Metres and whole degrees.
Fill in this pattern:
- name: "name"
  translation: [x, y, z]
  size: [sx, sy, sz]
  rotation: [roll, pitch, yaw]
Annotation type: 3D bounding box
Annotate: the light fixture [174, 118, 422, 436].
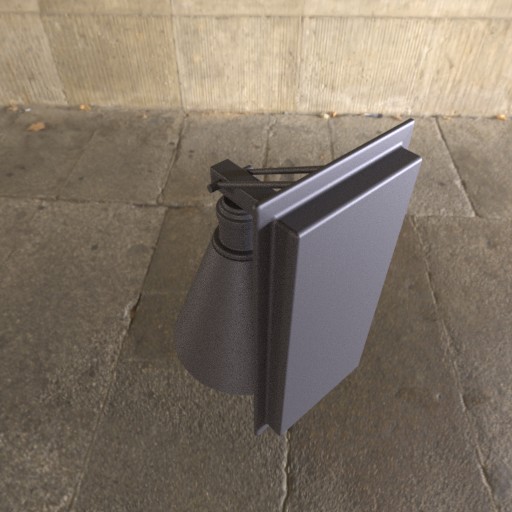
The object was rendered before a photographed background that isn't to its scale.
- name: "light fixture"
  translation: [0.000, 0.000, 0.421]
  size: [0.170, 0.298, 0.207]
  rotation: [-32, 53, -28]
